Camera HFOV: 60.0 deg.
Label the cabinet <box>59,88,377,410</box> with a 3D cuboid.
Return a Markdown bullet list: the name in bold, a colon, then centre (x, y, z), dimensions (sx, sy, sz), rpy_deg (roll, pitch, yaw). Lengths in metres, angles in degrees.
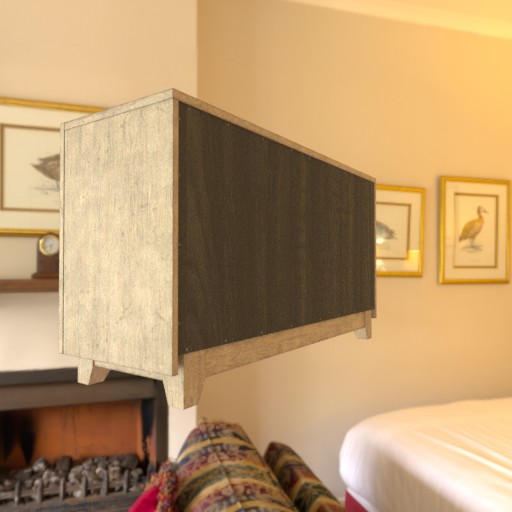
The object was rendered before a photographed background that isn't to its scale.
- **cabinet**: centre (0.000, 0.000, 1.857), dimensions (0.511, 0.825, 1.460), rpy_deg (-1, -1, 35)
